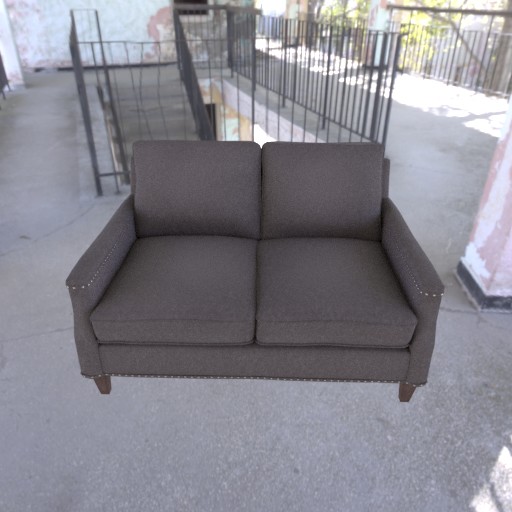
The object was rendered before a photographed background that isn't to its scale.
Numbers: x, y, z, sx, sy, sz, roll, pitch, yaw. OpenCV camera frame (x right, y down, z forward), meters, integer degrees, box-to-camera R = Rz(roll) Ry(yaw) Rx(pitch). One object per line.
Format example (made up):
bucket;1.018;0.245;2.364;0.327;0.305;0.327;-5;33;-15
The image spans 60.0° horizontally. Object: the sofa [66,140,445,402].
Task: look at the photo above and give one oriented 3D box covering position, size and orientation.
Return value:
sofa;0.000;0.000;2.294;1.597;1.003;1.084;1;31;2
